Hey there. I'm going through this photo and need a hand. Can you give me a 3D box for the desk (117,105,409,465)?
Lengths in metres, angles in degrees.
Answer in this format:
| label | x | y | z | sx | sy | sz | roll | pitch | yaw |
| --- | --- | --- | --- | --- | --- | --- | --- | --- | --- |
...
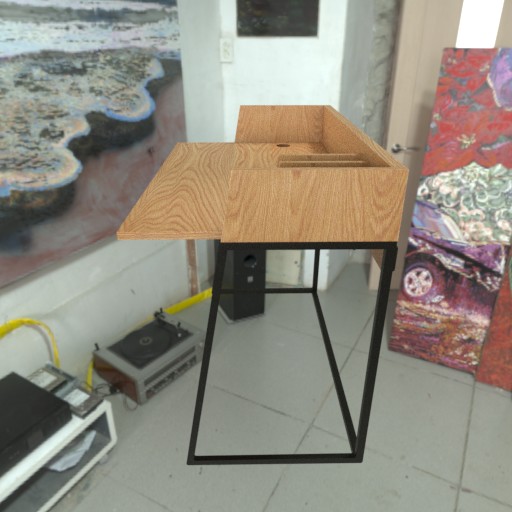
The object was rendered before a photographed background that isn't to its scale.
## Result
| label | x | y | z | sx | sy | sz | roll | pitch | yaw |
| --- | --- | --- | --- | --- | --- | --- | --- | --- | --- |
| desk | 0.000 | 0.000 | 1.870 | 0.769 | 1.061 | 1.191 | 0 | 26 | -1 |
